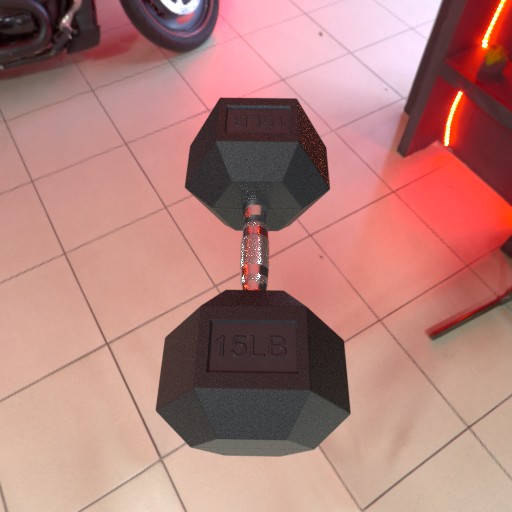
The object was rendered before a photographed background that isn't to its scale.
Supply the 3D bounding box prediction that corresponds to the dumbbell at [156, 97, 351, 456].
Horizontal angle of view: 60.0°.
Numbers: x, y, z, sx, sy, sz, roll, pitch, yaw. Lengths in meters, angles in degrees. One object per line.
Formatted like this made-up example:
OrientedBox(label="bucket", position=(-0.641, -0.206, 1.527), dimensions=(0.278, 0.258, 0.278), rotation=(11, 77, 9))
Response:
OrientedBox(label="dumbbell", position=(0.000, 0.000, 0.337), dimensions=(0.122, 0.106, 0.271), rotation=(1, 58, 0))
